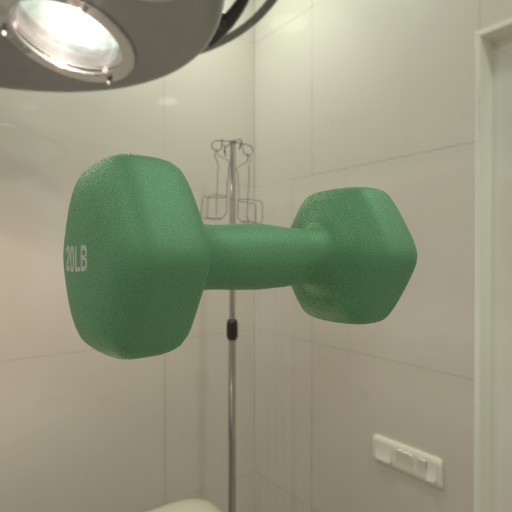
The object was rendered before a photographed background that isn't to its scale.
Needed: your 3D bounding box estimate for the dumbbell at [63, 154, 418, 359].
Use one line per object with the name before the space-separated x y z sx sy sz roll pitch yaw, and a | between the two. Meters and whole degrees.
dumbbell | 0.000 0.000 0.331 0.260 0.117 0.129 0 0 -37
